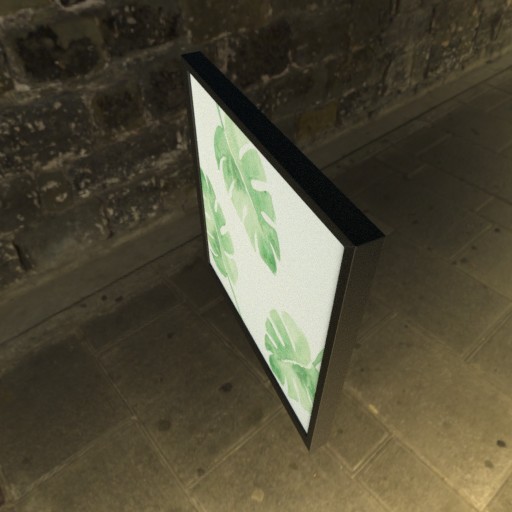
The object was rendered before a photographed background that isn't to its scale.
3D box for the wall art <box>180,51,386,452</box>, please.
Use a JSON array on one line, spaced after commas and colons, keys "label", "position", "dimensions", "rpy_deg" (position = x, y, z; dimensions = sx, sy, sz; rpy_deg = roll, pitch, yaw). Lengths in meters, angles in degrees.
[{"label": "wall art", "position": [0.000, 0.000, 0.764], "dimensions": [0.036, 0.508, 0.508], "rpy_deg": [-19, 49, -18]}]
